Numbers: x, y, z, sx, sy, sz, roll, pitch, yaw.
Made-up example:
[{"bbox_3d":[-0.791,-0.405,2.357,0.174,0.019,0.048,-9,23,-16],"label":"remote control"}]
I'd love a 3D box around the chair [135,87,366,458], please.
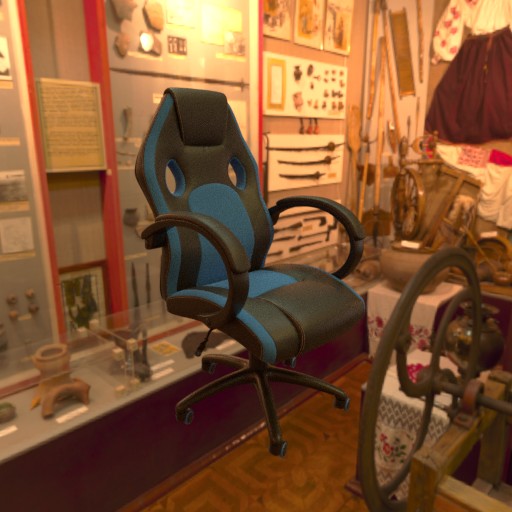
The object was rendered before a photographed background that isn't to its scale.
[{"bbox_3d":[0.000,0.000,1.609,0.724,1.187,0.673,14,20,43],"label":"chair"}]
